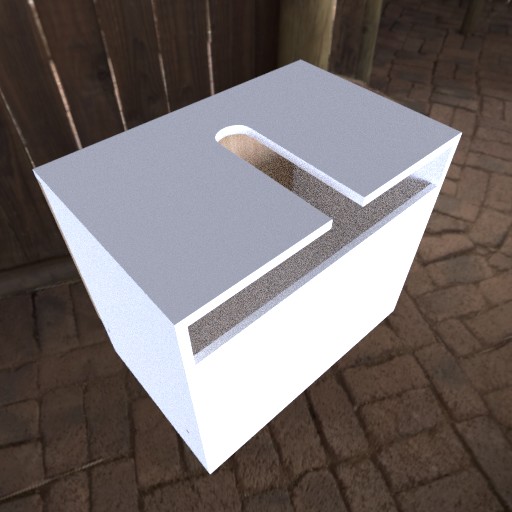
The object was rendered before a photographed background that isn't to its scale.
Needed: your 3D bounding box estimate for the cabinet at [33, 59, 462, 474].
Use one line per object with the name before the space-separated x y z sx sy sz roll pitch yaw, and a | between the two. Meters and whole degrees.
cabinet | 0.000 0.000 0.925 0.600 0.522 0.400 -33 55 -27
